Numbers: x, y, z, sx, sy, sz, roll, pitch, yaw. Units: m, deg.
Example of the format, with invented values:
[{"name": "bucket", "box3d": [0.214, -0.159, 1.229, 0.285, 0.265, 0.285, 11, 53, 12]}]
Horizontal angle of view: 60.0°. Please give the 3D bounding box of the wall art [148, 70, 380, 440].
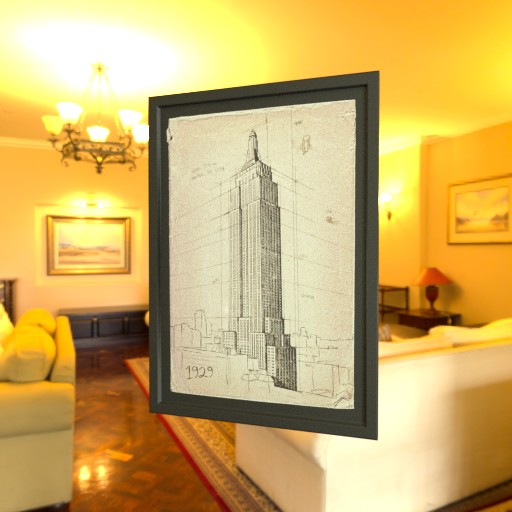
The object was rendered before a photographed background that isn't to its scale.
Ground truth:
[{"name": "wall art", "box3d": [0.000, 0.000, 0.567, 0.303, 0.431, 0.013, 0, 1, 17]}]
